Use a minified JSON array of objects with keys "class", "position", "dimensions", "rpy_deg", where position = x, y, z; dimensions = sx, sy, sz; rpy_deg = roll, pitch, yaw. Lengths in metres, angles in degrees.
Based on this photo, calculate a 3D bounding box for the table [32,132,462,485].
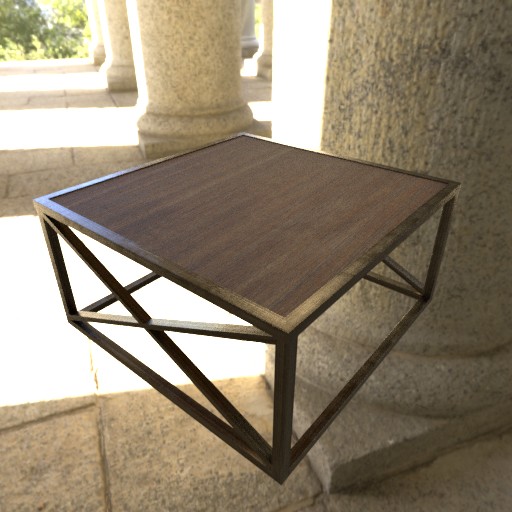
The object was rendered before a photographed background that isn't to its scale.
[{"class":"table","position":[0.000,0.000,1.430],"dimensions":[0.899,0.451,0.909],"rpy_deg":[23,38,33]}]
